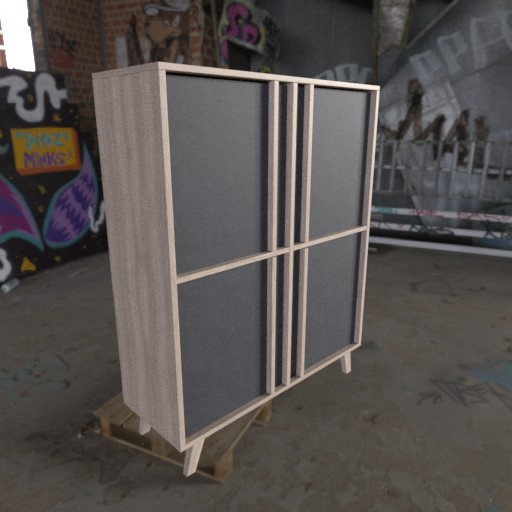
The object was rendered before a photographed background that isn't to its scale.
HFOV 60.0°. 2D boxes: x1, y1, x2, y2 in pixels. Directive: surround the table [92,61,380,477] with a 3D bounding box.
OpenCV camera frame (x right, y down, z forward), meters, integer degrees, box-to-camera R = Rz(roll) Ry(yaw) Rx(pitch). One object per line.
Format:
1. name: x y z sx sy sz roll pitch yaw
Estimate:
1. table: 0.000 0.000 1.879 1.111 1.388 0.398 -15 22 -42
